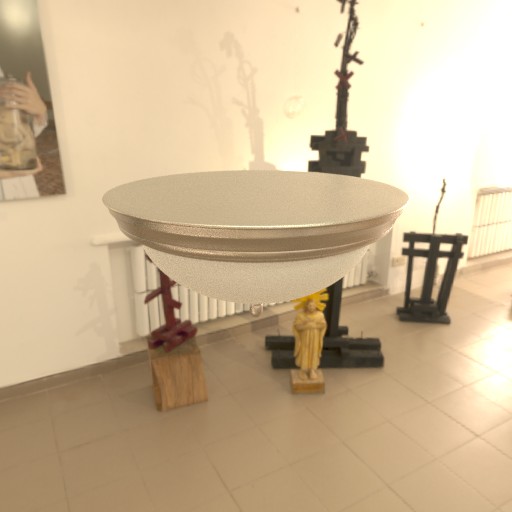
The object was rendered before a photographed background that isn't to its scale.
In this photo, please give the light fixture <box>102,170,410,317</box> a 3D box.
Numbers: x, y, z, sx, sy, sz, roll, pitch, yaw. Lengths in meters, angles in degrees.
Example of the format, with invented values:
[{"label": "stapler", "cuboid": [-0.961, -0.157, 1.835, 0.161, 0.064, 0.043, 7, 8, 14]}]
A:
[{"label": "light fixture", "cuboid": [0.000, 0.000, 0.445, 0.280, 0.135, 0.280, 0, 18, 0]}]
